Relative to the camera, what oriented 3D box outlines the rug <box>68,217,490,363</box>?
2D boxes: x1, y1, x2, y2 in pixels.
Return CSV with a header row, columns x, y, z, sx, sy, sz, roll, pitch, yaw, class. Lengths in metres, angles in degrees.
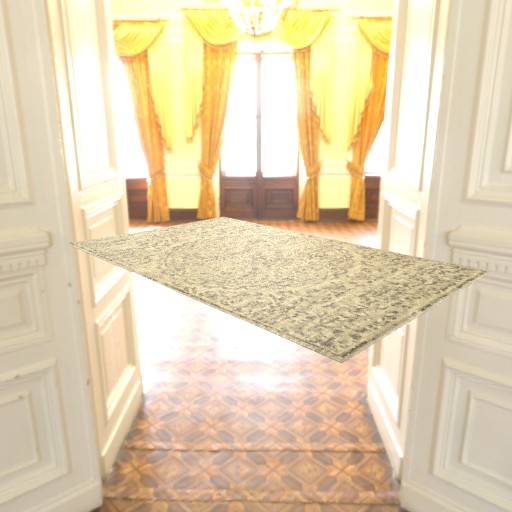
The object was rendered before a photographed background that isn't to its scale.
x,y,z,sx,sy,sz,roll,pitch,yaw,class
0.000,0.000,2.976,1.527,0.021,2.447,-15,22,-42,rug
